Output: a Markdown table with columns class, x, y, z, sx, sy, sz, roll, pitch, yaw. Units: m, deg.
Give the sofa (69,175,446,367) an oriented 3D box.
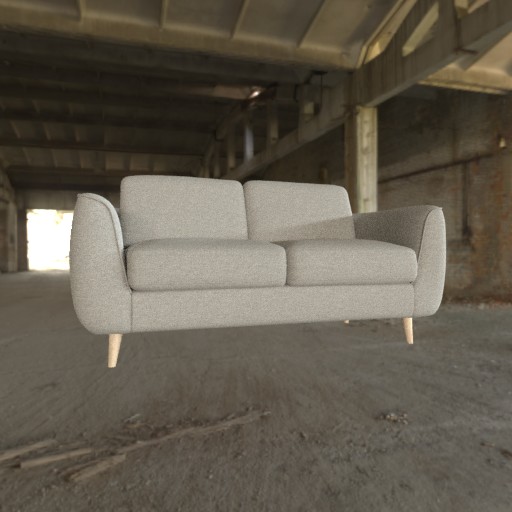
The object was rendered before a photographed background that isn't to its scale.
| class | x | y | z | sx | sy | sz | roll | pitch | yaw |
| --- | --- | --- | --- | --- | --- | --- | --- | --- | --- |
| sofa | 0.000 | 0.000 | 2.250 | 1.700 | 0.850 | 0.920 | 0 | 1 | -18 |
